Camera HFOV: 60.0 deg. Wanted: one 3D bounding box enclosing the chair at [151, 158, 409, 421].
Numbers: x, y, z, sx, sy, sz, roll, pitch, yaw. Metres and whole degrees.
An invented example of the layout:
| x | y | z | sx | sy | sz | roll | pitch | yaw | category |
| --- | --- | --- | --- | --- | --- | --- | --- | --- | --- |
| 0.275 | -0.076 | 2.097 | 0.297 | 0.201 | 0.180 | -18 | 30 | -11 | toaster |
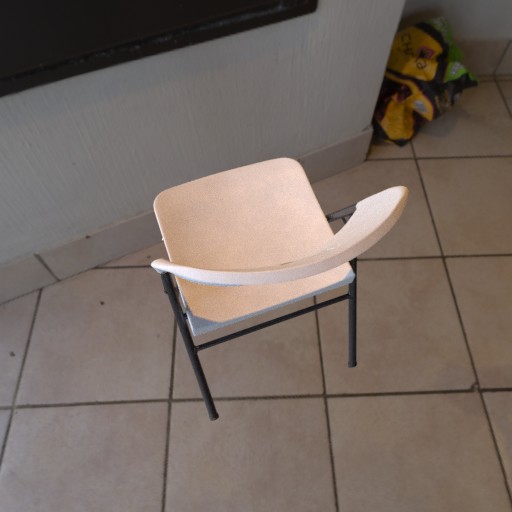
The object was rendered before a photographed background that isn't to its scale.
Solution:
| x | y | z | sx | sy | sz | roll | pitch | yaw | category |
| --- | --- | --- | --- | --- | --- | --- | --- | --- | --- |
| 0.000 | 0.000 | 1.156 | 0.494 | 0.810 | 0.566 | -18 | 61 | -10 | chair |
